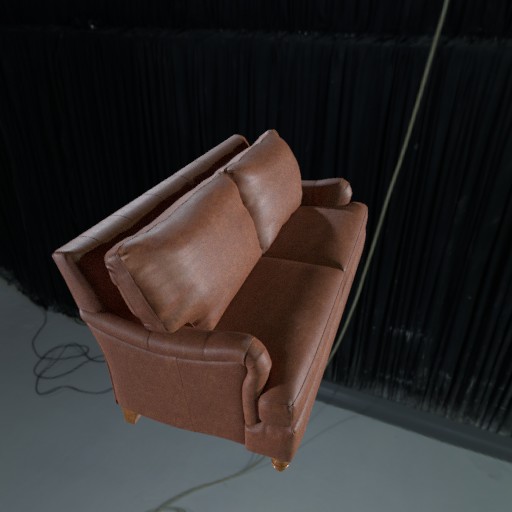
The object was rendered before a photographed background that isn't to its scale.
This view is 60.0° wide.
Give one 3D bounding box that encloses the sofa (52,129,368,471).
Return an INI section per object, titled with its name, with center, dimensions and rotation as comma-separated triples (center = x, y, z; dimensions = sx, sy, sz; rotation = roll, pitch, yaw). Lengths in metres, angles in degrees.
[sofa]
center = 0.000, 0.000, 2.771
dimensions = 1.147, 1.071, 2.144
rotation = 10, 32, 17
